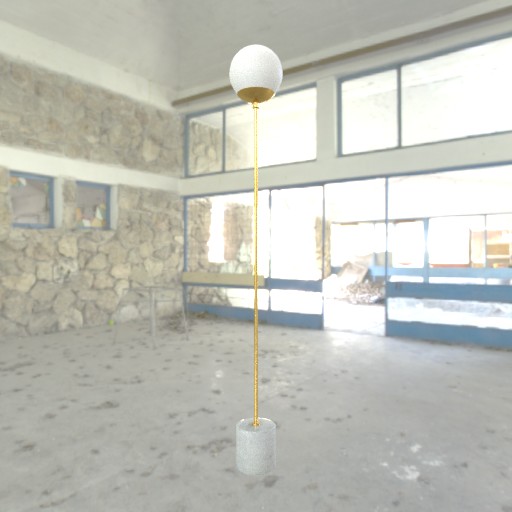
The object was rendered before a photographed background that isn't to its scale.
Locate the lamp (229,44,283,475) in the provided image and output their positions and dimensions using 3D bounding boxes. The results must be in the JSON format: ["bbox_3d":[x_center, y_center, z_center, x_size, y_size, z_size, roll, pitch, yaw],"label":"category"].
[{"bbox_3d":[0.000,0.000,1.856,0.224,1.753,0.224,0,-1,36],"label":"lamp"}]
